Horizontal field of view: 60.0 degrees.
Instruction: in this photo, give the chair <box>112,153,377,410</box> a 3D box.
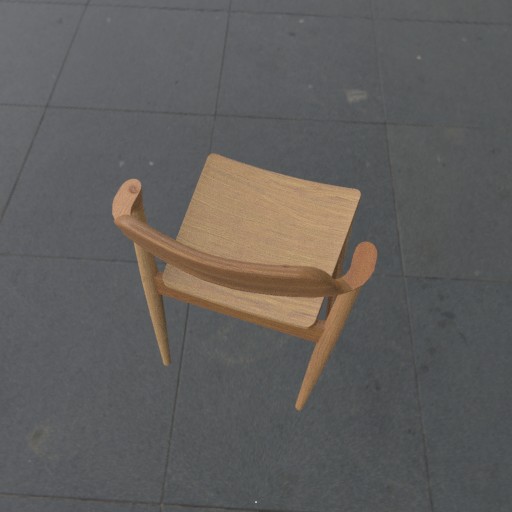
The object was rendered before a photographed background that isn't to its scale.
[{"bbox_3d":[0.000,0.000,1.116,0.512,0.792,0.499,16,62,9],"label":"chair"}]
